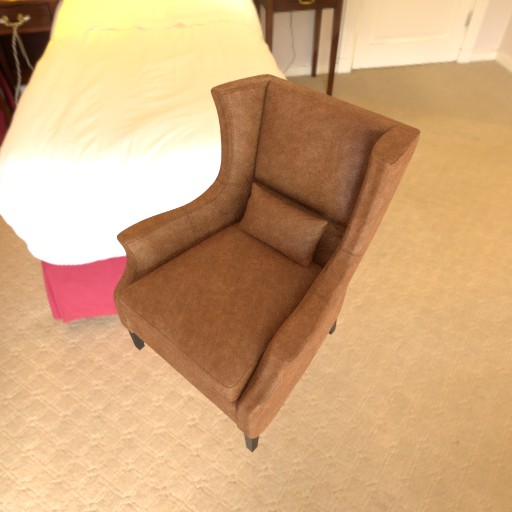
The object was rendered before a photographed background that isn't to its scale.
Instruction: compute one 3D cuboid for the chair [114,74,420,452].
[{"bbox_3d":[0.000,0.000,1.731,0.853,1.016,0.926,32,54,28],"label":"chair"}]
